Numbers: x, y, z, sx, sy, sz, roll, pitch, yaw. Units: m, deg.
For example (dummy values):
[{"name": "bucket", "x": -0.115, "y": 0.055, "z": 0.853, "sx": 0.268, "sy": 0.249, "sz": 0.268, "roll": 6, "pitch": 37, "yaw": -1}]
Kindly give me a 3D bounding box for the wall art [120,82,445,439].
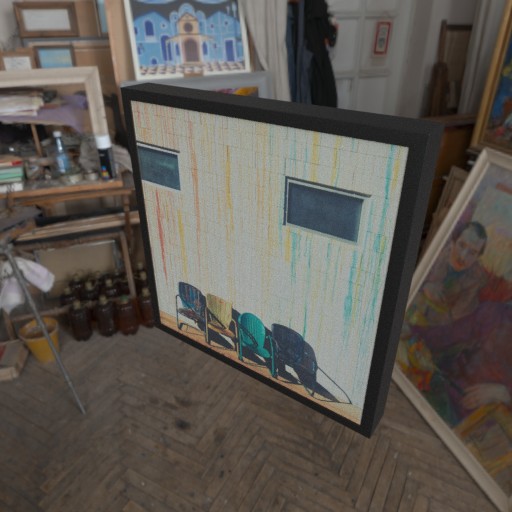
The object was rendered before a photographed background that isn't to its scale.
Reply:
[{"name": "wall art", "x": 0.000, "y": 0.000, "z": 0.454, "sx": 0.304, "sy": 0.304, "sz": 0.038, "roll": 19, "pitch": 35, "yaw": 30}]
